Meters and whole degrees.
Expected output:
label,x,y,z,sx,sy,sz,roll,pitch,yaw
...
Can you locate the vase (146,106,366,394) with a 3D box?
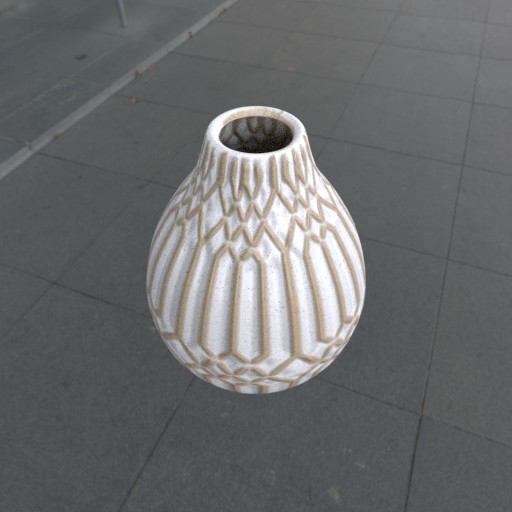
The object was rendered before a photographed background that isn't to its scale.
label,x,y,z,sx,sy,sz,roll,pitch,yaw
vase,0.000,0.000,0.312,0.159,0.200,0.159,0,47,0
